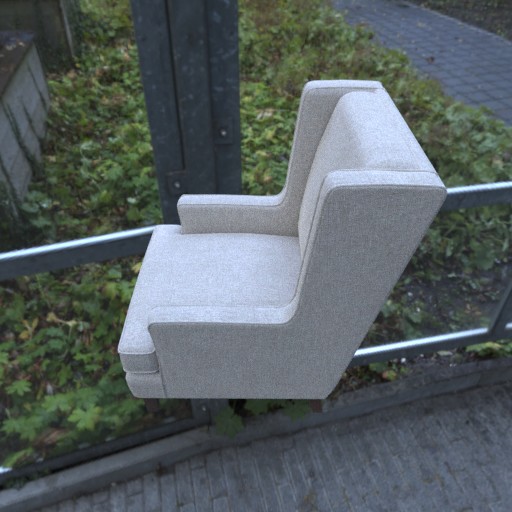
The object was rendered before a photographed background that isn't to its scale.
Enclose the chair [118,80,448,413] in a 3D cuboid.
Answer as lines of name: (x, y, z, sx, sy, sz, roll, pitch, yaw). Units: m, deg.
chair: (0.000, 0.000, 1.699, 0.948, 1.082, 0.764, 0, 40, 0)
